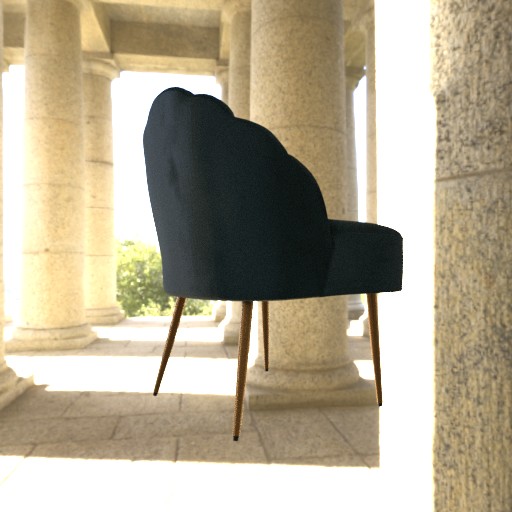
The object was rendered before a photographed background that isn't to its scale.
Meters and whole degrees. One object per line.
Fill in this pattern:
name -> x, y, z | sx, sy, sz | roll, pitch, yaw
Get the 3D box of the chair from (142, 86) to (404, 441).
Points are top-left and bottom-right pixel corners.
chair -> 0.000, 0.000, 1.269 | 0.599, 0.819, 0.657 | 1, -1, -37
